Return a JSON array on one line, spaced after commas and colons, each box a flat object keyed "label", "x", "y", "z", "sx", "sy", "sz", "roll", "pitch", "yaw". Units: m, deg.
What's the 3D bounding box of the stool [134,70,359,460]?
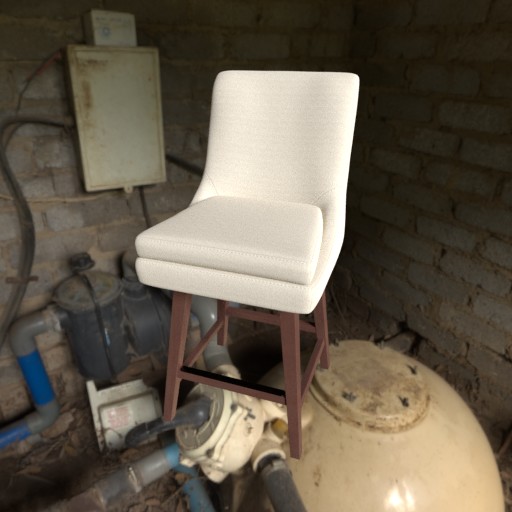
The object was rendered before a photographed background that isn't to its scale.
[{"label": "stool", "x": 0.000, "y": 0.000, "z": 1.313, "sx": 0.483, "sy": 0.991, "sz": 0.559, "roll": 9, "pitch": 27, "yaw": 18}]
